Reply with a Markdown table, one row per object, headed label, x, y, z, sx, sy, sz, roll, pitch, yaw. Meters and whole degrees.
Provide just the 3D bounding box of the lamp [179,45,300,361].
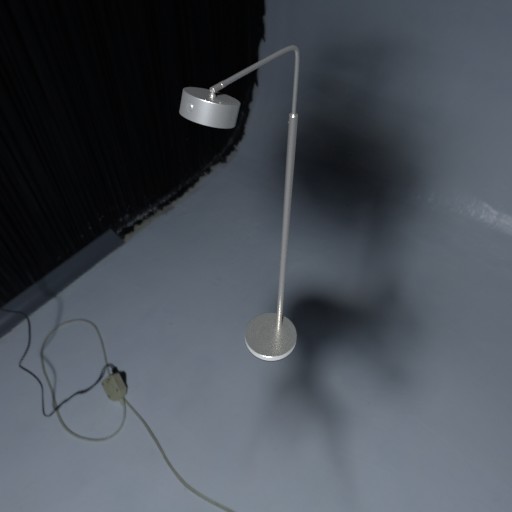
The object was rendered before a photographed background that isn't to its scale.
| label | x | y | z | sx | sy | sz | roll | pitch | yaw |
| --- | --- | --- | --- | --- | --- | --- | --- | --- | --- |
| lamp | 0.000 | 0.000 | 1.413 | 0.222 | 1.250 | 0.421 | 32 | 55 | 25 |
